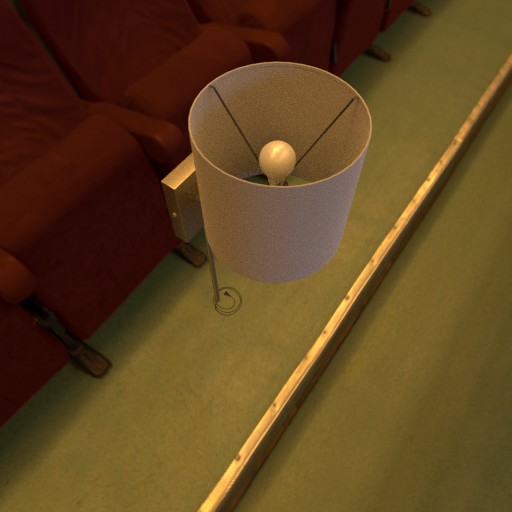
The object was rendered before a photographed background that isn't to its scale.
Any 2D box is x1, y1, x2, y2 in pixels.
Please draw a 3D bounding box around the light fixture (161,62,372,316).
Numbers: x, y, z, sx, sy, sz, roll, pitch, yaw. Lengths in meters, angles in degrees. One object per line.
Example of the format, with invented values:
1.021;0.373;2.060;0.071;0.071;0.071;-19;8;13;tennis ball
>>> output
0.000;0.000;0.714;0.248;0.589;0.188;31;63;18;light fixture
